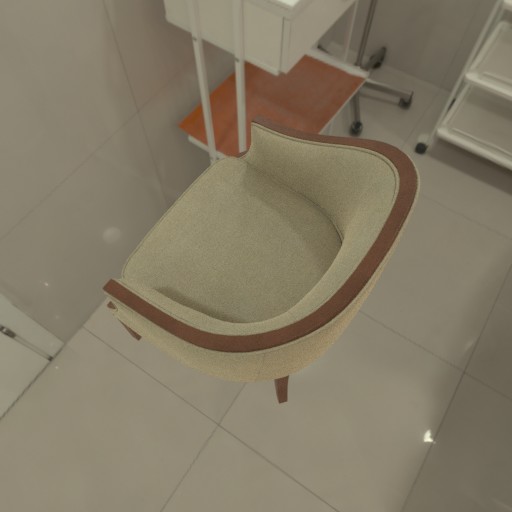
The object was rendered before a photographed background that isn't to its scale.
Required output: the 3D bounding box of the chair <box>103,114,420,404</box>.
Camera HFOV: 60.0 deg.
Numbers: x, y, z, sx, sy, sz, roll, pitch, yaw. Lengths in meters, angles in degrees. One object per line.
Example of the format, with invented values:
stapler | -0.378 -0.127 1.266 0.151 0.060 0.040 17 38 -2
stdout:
chair | 0.000 0.000 1.444 0.735 0.876 0.803 30 67 15
